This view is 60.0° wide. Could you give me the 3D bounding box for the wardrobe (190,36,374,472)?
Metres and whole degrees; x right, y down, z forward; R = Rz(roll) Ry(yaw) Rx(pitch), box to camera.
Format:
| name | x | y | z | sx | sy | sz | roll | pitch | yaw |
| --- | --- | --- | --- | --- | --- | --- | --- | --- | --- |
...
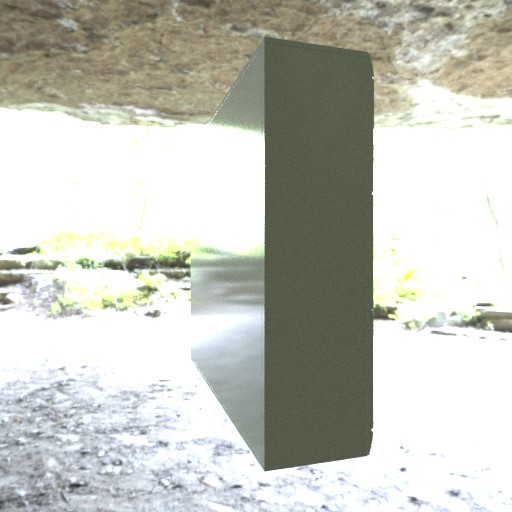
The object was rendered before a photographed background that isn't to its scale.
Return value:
| name | x | y | z | sx | sy | sz | roll | pitch | yaw |
| --- | --- | --- | --- | --- | --- | --- | --- | --- | --- |
| wardrobe | 0.000 | 0.000 | 1.899 | 0.360 | 1.200 | 1.340 | 0 | 0 | -17 |
